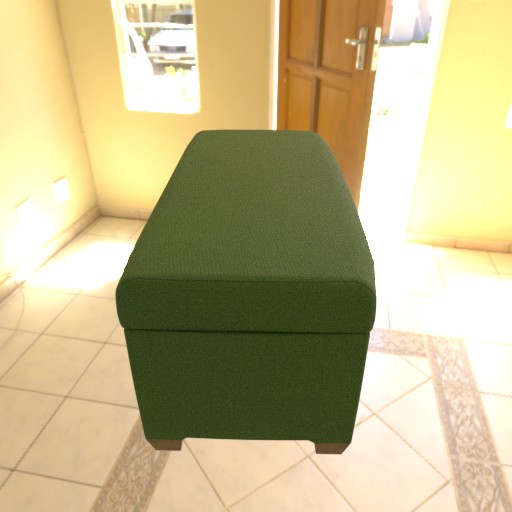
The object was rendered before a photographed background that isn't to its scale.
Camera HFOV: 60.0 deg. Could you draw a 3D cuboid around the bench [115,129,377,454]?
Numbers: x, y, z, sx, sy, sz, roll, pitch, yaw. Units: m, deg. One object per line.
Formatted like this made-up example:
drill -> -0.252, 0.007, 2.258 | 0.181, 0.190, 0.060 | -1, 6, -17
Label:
bench -> 0.000, 0.000, 1.292 | 0.505, 0.501, 0.989 | 1, 31, 1
